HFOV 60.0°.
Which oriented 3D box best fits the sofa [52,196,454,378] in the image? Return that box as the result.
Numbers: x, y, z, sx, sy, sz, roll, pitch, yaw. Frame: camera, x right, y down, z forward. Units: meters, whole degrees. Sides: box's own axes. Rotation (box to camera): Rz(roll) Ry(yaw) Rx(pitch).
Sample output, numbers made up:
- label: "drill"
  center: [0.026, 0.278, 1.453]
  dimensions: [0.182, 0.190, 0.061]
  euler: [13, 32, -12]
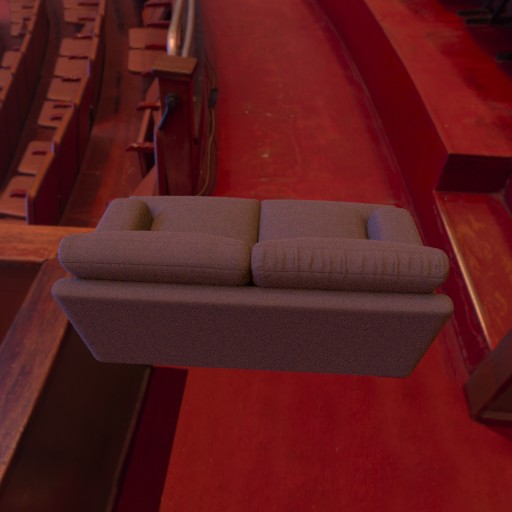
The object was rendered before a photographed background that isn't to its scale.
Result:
- label: "sofa"
  center: [0.000, 0.000, 2.554]
  dimensions: [1.869, 0.950, 1.140]
  euler: [2, 47, 2]
